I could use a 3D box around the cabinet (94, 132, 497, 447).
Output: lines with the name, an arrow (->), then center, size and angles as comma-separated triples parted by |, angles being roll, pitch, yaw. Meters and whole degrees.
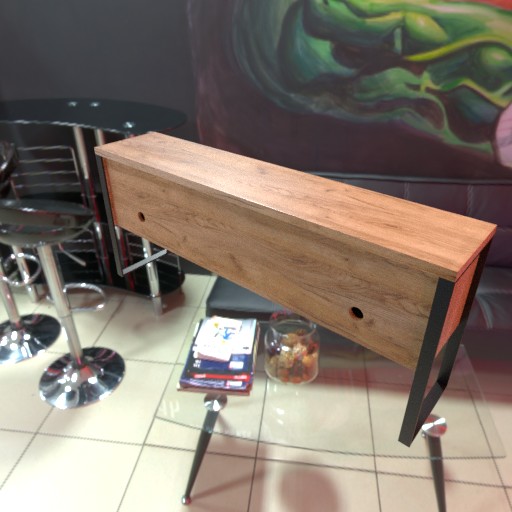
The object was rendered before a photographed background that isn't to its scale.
cabinet -> 0.000, 0.000, 2.055 | 1.800, 0.762, 0.395 | 23, 38, 34
